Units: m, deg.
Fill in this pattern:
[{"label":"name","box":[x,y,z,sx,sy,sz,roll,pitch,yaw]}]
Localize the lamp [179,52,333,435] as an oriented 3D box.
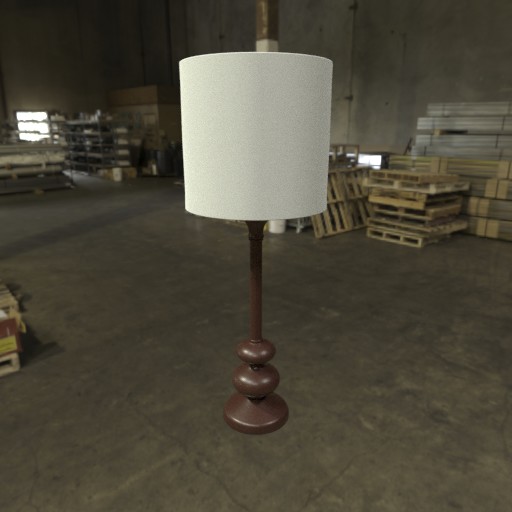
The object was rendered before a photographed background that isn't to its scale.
[{"label":"lamp","box":[0.000,0.000,0.833,0.254,0.690,0.254,-15,22,-41]}]
